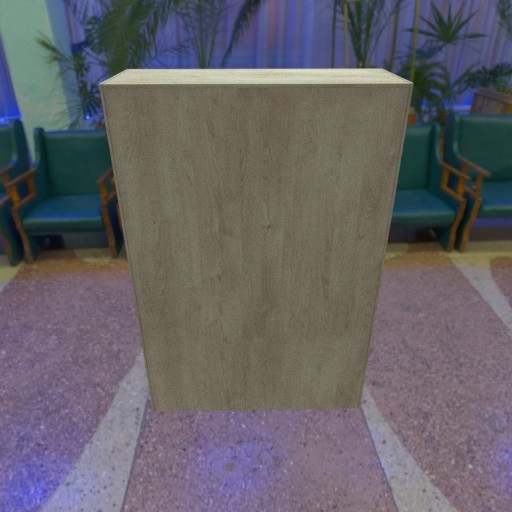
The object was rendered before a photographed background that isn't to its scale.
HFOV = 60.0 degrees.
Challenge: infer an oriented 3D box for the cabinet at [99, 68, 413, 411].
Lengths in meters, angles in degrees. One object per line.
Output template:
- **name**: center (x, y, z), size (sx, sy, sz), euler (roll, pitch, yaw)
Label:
- **cabinet**: center (0.000, 0.000, 2.509), size (1.290, 1.910, 0.510), euler (0, 29, -1)
